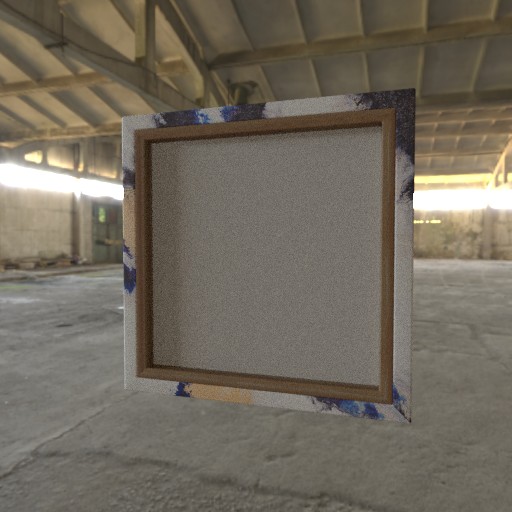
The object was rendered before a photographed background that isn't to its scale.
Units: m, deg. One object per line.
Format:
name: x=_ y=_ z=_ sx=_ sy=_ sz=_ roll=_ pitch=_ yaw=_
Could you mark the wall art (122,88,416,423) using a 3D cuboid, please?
wall art: x=0.000 y=0.000 z=0.910 sx=0.609 sy=0.609 sz=0.039 roll=1 pitch=2 yaw=18
